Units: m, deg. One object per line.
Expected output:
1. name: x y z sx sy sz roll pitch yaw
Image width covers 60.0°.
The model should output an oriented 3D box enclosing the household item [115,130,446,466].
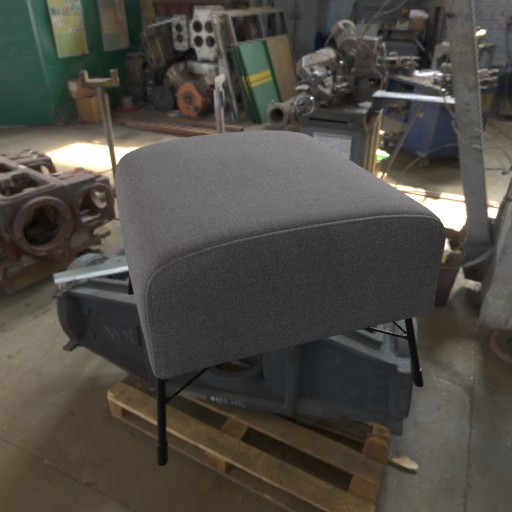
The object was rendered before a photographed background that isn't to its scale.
1. household item: 0.000 0.000 0.917 0.530 0.410 0.530 -10 32 -17
